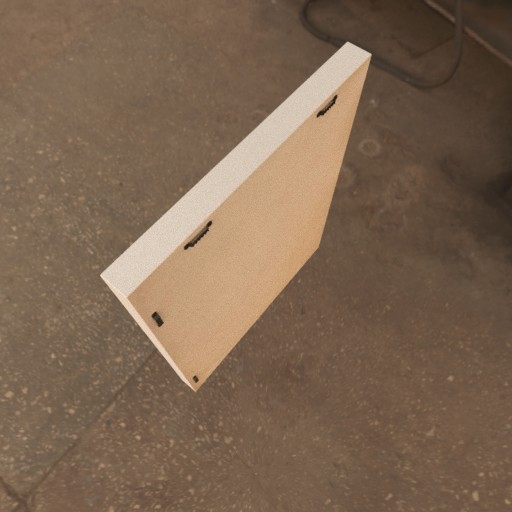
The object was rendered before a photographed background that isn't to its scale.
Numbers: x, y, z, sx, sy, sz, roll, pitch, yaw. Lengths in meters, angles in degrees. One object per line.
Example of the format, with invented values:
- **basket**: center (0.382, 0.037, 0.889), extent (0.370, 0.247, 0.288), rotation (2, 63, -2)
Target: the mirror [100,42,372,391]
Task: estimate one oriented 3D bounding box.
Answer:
- **mirror**: center (0.000, 0.000, 0.699), extent (0.041, 0.509, 0.406), rotation (36, 69, 16)
